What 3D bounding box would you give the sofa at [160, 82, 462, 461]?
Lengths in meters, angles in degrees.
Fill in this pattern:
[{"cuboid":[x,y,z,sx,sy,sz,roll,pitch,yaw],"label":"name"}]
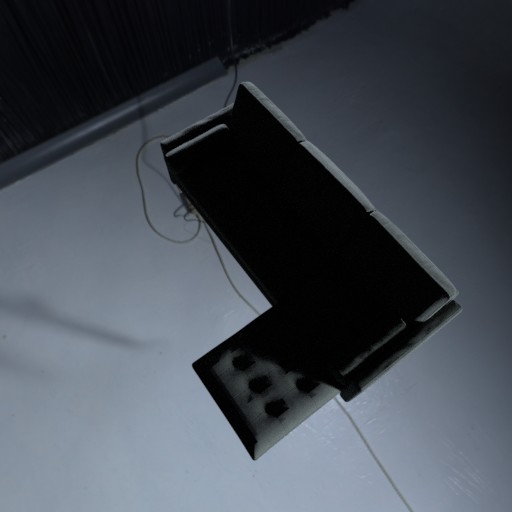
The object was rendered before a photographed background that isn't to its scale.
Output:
[{"cuboid":[0.000,0.000,2.989,1.506,0.876,2.178,-33,69,-15],"label":"sofa"}]
